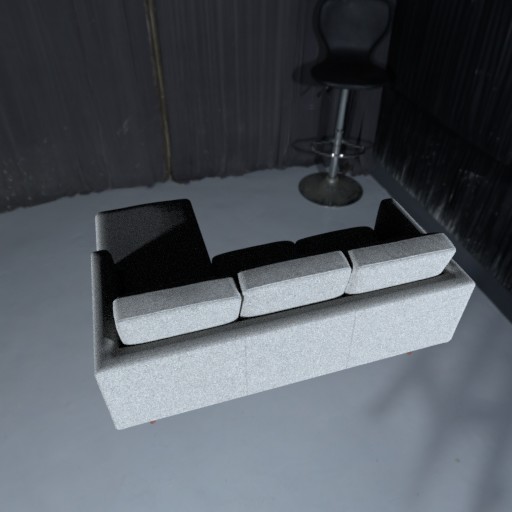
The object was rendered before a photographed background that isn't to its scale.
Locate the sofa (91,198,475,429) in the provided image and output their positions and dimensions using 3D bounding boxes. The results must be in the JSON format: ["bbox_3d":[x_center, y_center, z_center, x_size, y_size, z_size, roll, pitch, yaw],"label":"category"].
[{"bbox_3d":[0.000,0.000,2.976,2.055,0.957,1.667,-11,42,-13],"label":"sofa"}]
